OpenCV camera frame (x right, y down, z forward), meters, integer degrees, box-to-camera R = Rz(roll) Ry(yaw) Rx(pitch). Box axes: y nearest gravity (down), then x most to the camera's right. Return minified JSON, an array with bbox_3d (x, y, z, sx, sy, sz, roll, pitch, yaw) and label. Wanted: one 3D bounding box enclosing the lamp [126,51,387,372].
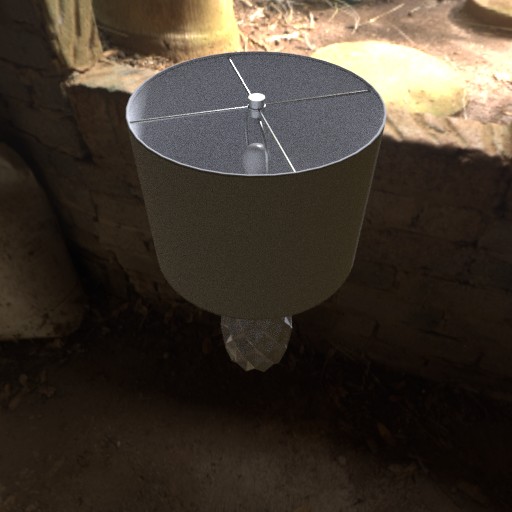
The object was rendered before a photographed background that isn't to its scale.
[{"bbox_3d":[0.000,0.000,0.697,0.297,0.522,0.297,0,46,0],"label":"lamp"}]
